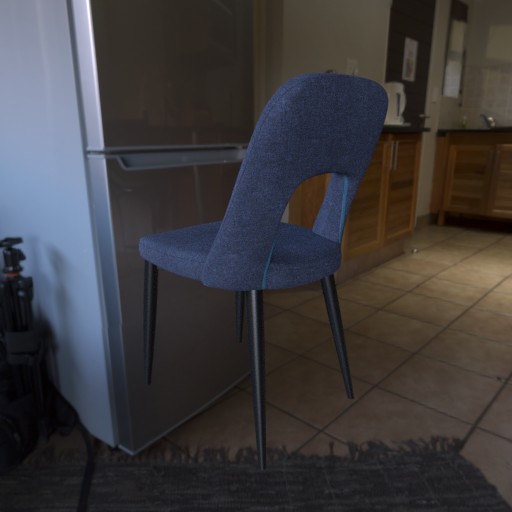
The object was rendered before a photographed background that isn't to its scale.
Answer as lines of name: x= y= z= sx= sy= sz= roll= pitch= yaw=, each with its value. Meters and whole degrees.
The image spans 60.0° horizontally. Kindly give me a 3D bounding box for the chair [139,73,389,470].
chair: x=0.000 y=0.000 z=1.274 sx=0.612 sy=0.931 sz=0.470 roll=16 pitch=23 yaw=42
